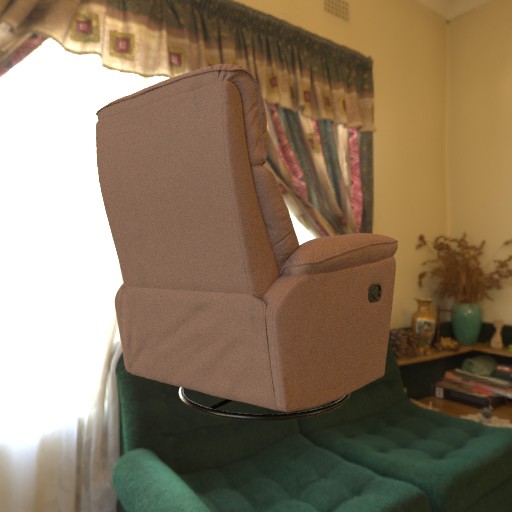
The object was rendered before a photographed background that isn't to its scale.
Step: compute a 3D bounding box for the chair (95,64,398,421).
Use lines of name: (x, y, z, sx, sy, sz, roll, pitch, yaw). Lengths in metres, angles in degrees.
chair: (0.000, 0.000, 1.660, 0.820, 1.037, 1.004, 0, 0, 37)
